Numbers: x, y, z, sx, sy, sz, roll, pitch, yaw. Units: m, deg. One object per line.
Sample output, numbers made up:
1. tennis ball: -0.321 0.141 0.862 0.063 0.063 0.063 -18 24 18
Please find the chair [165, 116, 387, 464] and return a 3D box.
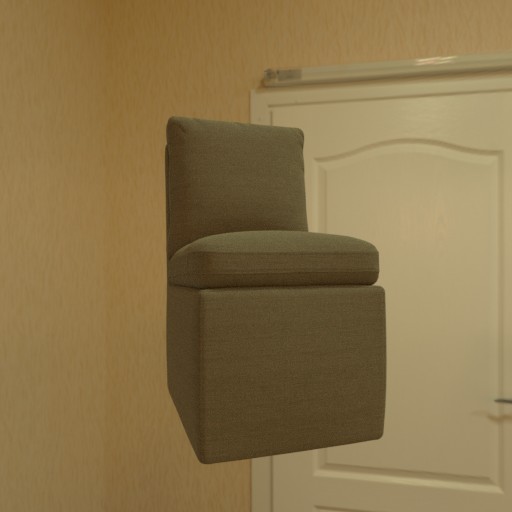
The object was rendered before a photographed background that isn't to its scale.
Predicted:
1. chair: 0.000 0.000 1.352 0.503 0.927 0.698 0 0 -18
